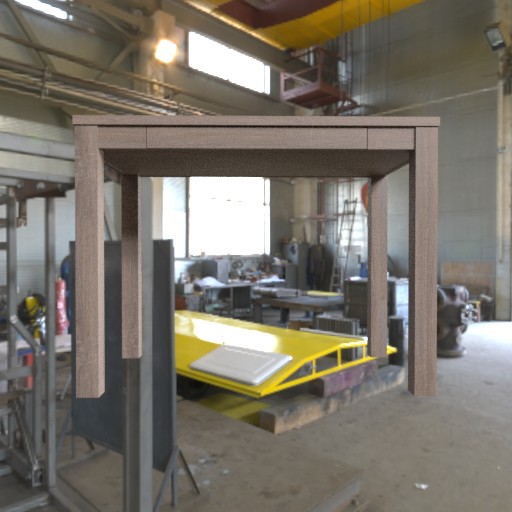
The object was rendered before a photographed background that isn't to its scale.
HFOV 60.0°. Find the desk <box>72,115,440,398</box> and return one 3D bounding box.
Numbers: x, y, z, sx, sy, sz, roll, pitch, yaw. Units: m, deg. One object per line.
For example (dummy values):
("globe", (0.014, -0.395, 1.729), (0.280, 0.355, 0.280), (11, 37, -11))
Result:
("desk", (0.000, 0.000, 1.447), (0.991, 0.762, 0.495), (0, 1, -1))
